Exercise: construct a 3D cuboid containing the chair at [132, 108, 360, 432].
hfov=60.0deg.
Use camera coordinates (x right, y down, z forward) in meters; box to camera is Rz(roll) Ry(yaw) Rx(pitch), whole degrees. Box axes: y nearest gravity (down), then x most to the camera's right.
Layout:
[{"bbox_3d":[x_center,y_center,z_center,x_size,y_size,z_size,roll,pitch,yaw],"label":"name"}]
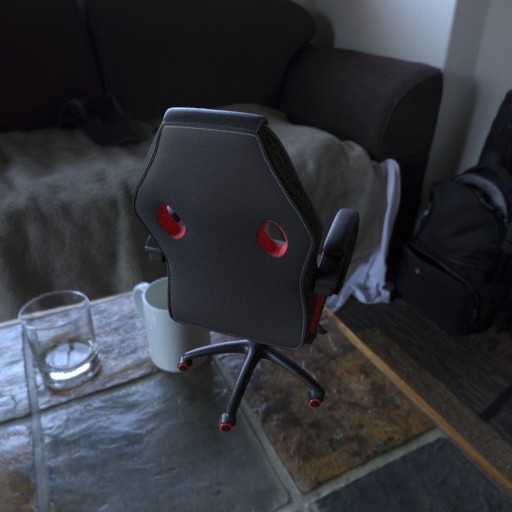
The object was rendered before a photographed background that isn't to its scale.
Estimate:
[{"bbox_3d":[0.000,0.000,1.637,0.673,1.187,0.724,10,33,16],"label":"chair"}]
